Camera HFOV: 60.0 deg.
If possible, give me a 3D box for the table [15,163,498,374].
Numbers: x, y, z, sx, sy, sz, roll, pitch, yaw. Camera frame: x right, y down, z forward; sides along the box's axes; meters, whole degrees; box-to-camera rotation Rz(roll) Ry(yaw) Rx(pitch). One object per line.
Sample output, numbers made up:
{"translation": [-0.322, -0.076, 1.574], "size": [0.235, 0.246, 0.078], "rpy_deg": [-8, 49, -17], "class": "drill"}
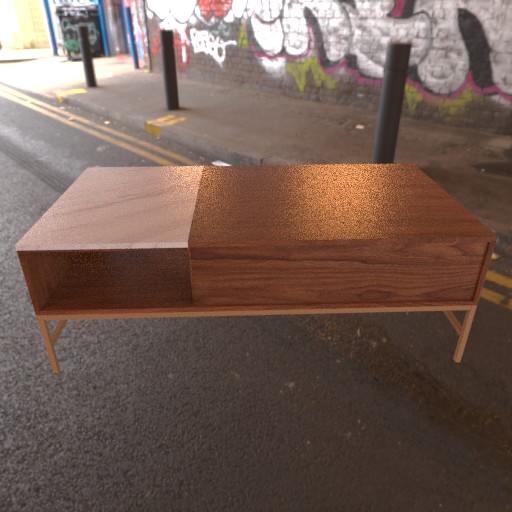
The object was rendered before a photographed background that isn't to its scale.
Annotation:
{"translation": [0.000, 0.000, 1.904], "size": [1.553, 0.551, 0.789], "rpy_deg": [-1, 29, -2], "class": "table"}
